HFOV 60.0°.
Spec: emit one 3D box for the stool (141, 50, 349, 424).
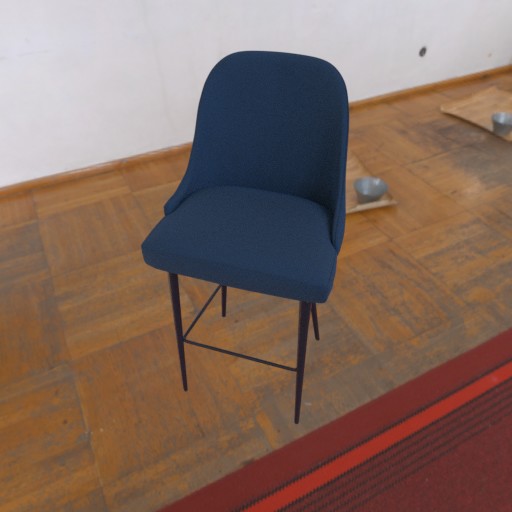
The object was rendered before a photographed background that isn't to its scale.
[{"bbox_3d":[0.000,0.000,1.395,0.527,1.079,0.489,12,42,13],"label":"stool"}]
